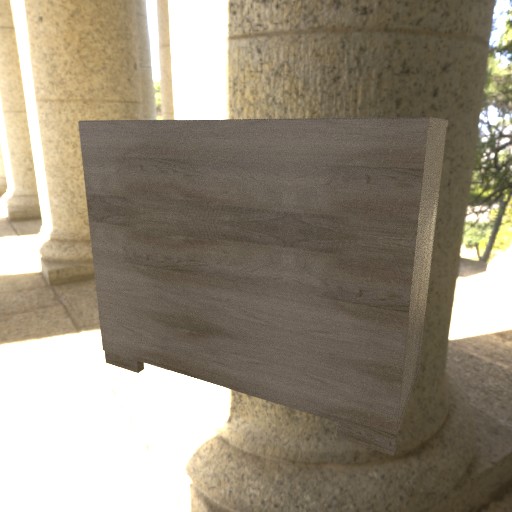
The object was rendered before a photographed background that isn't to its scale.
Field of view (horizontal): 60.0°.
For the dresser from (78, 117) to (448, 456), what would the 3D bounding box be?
[{"bbox_3d":[0.000,0.000,1.393,0.994,0.816,0.404,8,18,27],"label":"dresser"}]
